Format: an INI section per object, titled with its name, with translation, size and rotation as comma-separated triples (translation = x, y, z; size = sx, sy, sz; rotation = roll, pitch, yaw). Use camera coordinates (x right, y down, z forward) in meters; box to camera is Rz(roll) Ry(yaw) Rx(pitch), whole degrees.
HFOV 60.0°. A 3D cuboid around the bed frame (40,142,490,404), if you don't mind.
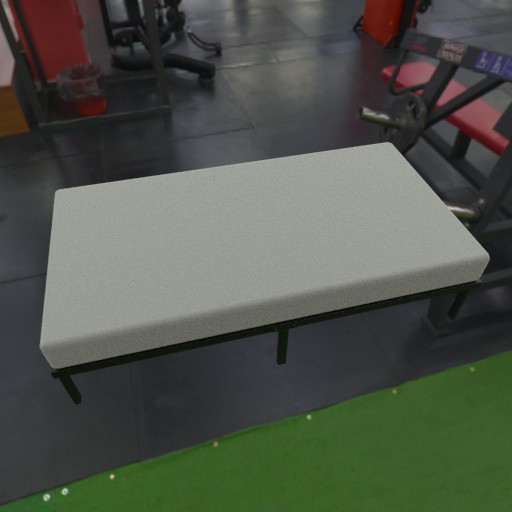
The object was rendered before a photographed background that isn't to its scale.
[bed frame]
translation = 0.000, 0.000, 3.148
size = 2.635, 0.680, 1.393
rotation = -10, 47, -10
